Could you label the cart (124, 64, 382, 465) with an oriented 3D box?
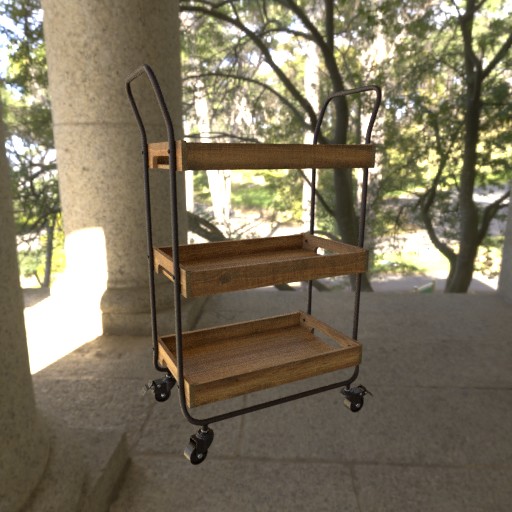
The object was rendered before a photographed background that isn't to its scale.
[{"bbox_3d":[0.000,0.000,1.154,0.583,0.857,0.339,-6,14,-26],"label":"cart"}]
